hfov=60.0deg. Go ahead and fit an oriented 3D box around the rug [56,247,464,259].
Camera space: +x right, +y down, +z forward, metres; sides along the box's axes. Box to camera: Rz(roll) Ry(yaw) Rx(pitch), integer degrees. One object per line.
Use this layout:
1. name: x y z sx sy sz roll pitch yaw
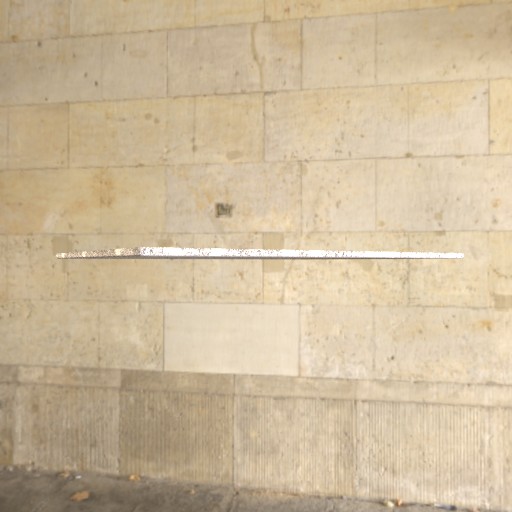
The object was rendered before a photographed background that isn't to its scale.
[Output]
1. rug: 0.000 0.000 2.156 1.600 0.025 1.200 0 -1 -34
